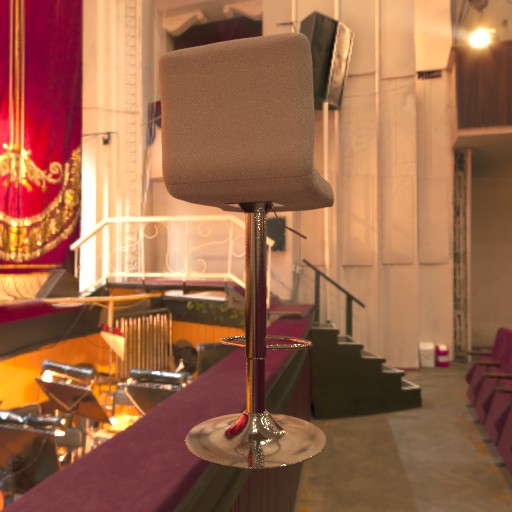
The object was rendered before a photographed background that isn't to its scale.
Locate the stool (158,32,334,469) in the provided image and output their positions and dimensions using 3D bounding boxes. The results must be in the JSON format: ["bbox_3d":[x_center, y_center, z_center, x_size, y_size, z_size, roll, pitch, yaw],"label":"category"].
[{"bbox_3d":[0.000,0.000,1.366,0.430,1.115,0.505,0,-1,17],"label":"stool"}]
